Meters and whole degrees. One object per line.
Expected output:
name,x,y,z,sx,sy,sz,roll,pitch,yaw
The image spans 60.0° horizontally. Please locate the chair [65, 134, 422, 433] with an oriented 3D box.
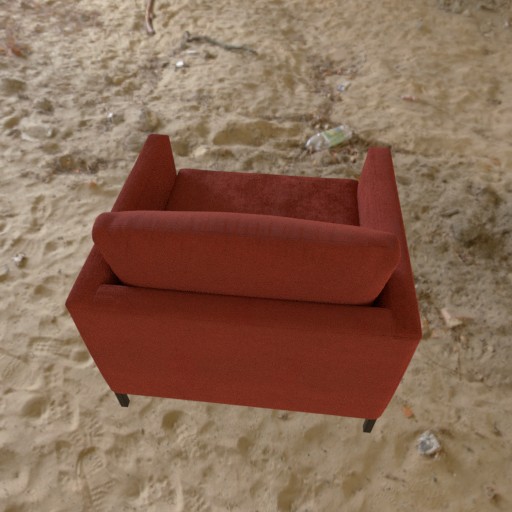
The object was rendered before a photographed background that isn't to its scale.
chair,0.000,0.000,1.581,0.964,0.812,0.875,4,47,4
